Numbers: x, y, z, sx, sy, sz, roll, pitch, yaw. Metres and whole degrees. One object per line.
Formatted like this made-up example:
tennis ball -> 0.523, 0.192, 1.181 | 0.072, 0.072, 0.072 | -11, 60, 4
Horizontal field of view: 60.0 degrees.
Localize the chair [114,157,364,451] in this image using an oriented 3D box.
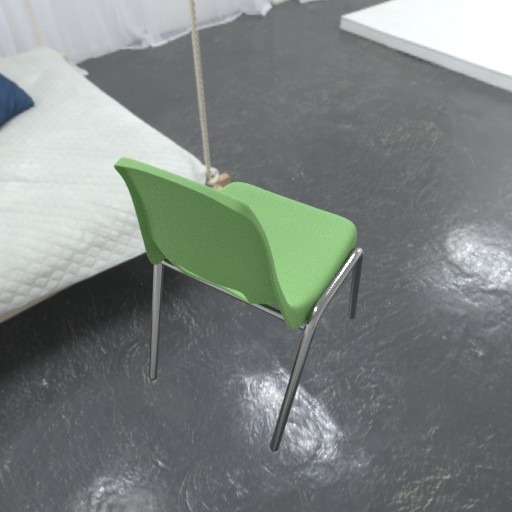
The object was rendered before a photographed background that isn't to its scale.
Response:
chair -> 0.000, 0.000, 0.916 | 0.381, 0.653, 0.436 | 23, 50, 21
